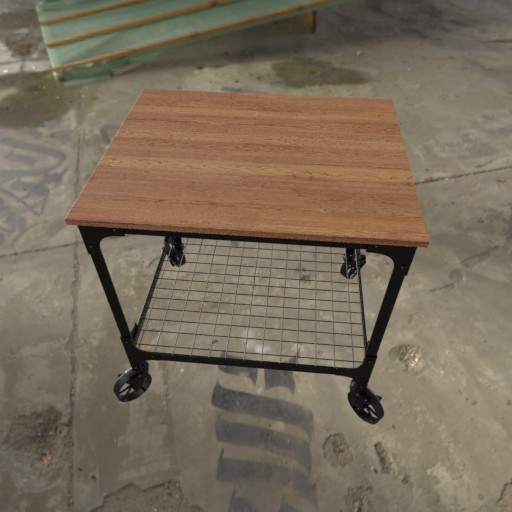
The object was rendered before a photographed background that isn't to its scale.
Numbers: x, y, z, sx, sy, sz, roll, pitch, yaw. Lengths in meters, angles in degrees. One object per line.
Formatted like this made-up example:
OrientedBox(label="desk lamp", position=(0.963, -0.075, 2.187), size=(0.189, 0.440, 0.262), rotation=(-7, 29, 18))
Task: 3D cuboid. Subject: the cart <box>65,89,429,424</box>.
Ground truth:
OrientedBox(label="cart", position=(0.000, 0.000, 1.092), size=(0.666, 0.603, 0.558), rotation=(4, 46, 4))
